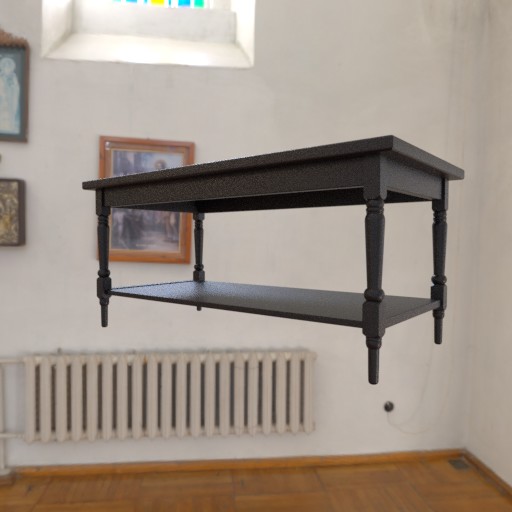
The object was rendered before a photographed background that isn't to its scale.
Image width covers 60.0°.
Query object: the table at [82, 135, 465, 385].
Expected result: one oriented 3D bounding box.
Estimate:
[{"bbox_3d":[0.000,0.000,1.421,1.107,0.510,0.550,2,3,38],"label":"table"}]
